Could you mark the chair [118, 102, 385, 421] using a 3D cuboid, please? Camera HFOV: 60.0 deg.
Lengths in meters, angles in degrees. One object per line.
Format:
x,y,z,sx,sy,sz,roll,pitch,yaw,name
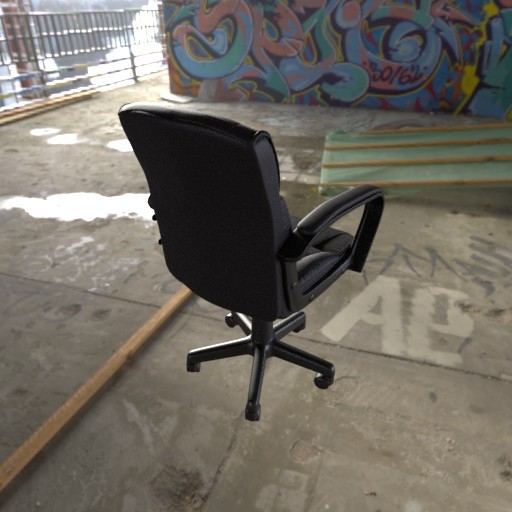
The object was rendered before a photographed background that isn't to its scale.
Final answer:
0.000,0.000,1.399,0.576,0.998,0.641,22,37,33,chair
